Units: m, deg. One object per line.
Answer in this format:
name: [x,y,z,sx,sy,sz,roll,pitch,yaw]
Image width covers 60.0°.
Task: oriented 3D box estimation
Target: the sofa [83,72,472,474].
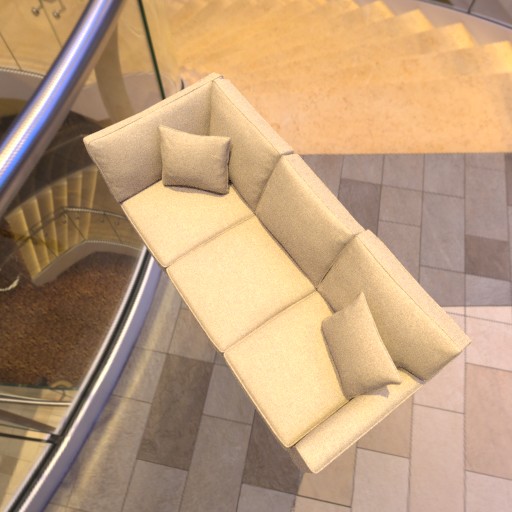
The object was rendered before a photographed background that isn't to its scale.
sofa: [0.000,0.000,2.749,1.061,0.962,2.317,-32,68,-14]
